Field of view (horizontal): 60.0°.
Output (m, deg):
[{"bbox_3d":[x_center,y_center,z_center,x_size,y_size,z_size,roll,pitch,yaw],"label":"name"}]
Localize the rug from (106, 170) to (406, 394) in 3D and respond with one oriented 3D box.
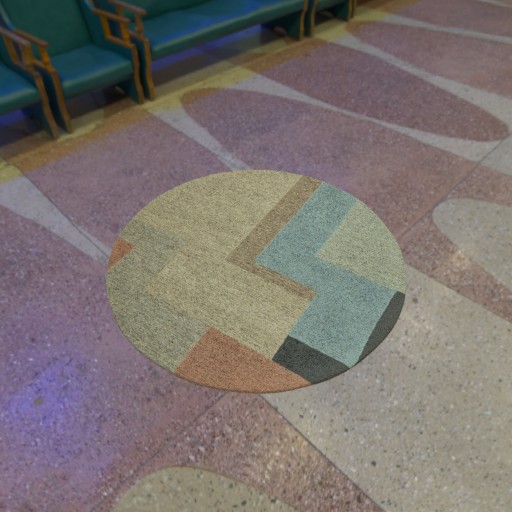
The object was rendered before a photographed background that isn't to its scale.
[{"bbox_3d":[0.000,0.000,3.723,2.461,0.033,2.461,0,46,0],"label":"rug"}]
